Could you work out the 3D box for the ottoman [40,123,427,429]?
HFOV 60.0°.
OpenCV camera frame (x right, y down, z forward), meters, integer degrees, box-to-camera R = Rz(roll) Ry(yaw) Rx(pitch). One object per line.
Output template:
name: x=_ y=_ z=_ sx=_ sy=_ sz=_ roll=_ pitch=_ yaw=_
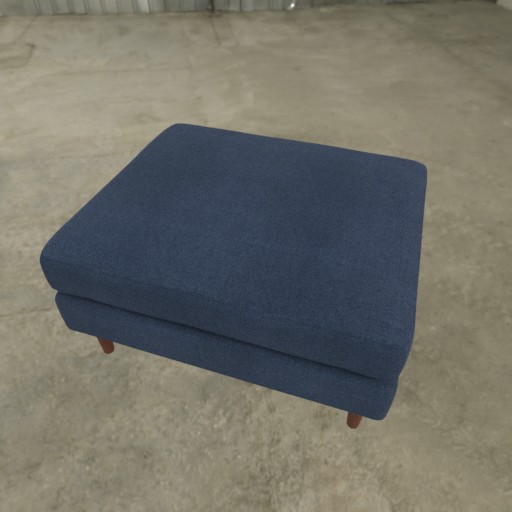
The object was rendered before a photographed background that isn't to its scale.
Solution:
ottoman: x=0.000 y=0.000 z=1.237 sx=0.821 sy=0.474 sz=0.693 roll=13 pitch=44 yaw=14
